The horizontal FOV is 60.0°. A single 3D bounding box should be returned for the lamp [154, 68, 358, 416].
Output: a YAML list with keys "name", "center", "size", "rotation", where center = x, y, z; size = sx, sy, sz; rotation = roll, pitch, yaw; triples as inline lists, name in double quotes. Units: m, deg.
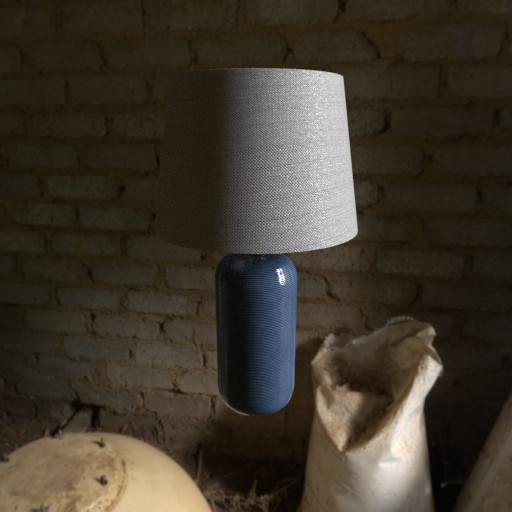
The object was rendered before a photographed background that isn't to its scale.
- name: "lamp"
  center: [0.000, 0.000, 0.574]
  size: [0.253, 0.428, 0.253]
  rotation: [0, 16, 0]
